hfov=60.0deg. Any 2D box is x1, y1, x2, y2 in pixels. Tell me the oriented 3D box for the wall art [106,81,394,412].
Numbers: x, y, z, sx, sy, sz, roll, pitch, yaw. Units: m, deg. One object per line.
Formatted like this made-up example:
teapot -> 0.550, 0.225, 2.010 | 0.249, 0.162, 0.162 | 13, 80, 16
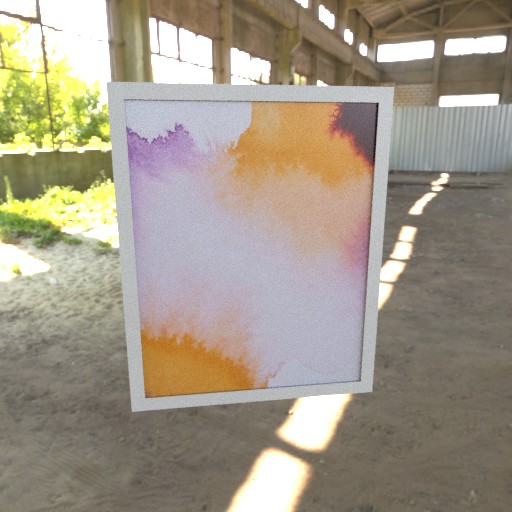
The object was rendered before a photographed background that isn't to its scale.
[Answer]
wall art -> 0.000, 0.000, 1.120 | 0.661, 0.811, 0.026 | -2, 14, -8
